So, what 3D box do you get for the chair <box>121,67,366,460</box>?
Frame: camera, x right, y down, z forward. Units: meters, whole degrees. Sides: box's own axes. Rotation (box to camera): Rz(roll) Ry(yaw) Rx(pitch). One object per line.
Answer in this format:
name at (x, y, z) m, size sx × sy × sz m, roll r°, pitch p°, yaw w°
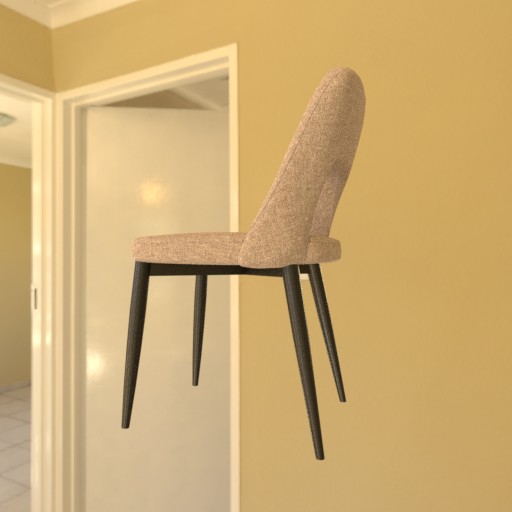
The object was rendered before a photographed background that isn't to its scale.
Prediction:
chair at (0.000, 0.000, 1.283) m, size 0.612 × 0.931 × 0.470 m, roll 0°, pitch 0°, yaw 18°
